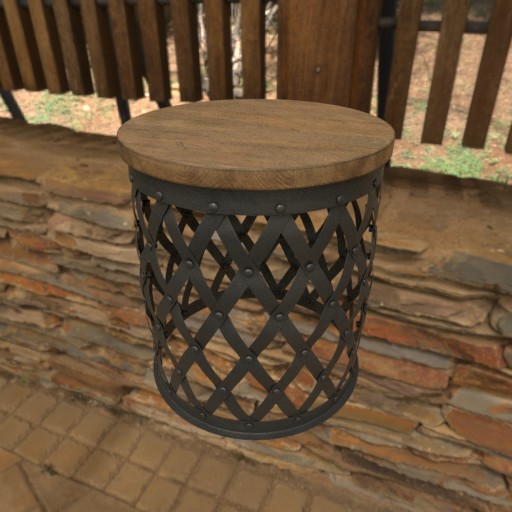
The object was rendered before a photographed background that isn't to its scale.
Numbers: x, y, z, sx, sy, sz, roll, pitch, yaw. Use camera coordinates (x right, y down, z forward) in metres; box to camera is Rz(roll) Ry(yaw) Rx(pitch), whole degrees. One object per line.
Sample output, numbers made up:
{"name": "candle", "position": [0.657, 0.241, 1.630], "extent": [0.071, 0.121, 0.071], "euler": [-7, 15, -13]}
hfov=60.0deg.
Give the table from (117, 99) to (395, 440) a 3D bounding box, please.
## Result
{"name": "table", "position": [0.000, 0.000, 0.778], "extent": [0.405, 0.454, 0.405], "euler": [0, 30, 0]}
